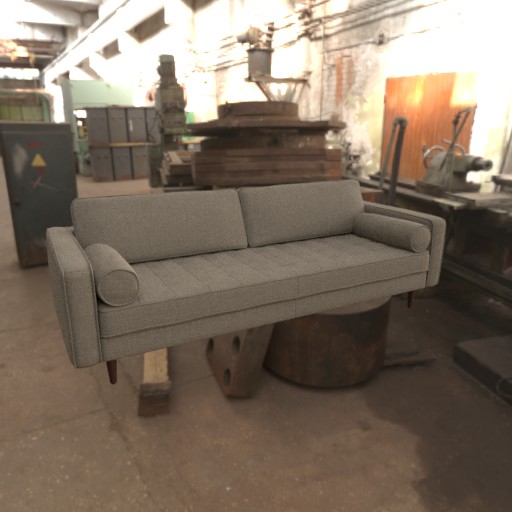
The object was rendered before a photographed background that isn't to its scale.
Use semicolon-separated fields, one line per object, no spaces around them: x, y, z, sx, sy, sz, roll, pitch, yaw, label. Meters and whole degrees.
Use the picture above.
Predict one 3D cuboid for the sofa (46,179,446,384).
0.000;0.000;2.634;2.211;0.762;0.914;-9;18;-27;sofa
